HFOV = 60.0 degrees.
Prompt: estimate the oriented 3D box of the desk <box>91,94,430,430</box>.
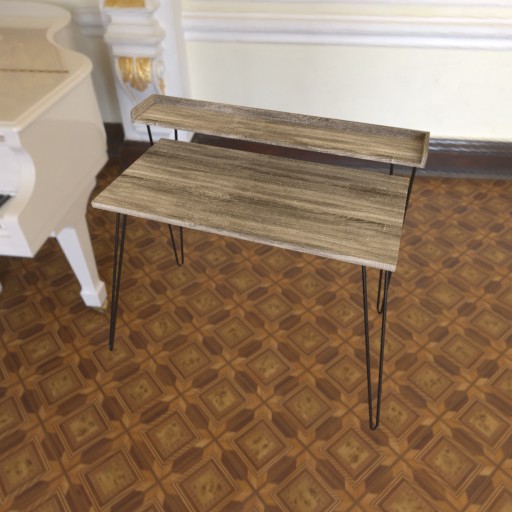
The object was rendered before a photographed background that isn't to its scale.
[{"bbox_3d":[0.000,0.000,1.671,1.135,0.899,0.605,13,43,14],"label":"desk"}]
